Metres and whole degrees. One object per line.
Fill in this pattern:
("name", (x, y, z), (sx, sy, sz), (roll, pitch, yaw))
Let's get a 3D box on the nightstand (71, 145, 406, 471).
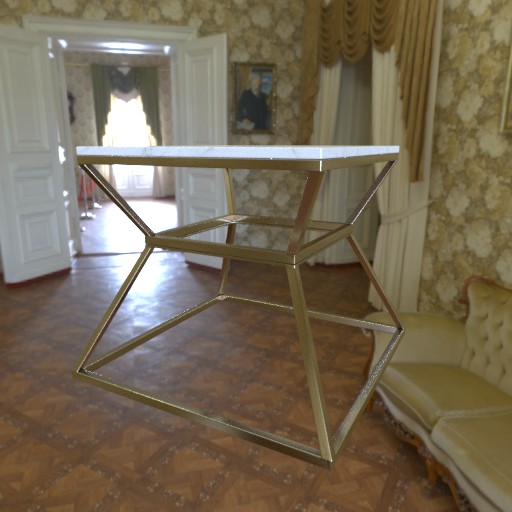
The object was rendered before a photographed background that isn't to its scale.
("nightstand", (0.000, 0.000, 0.886), (0.514, 0.426, 0.513), (8, 16, 28))
